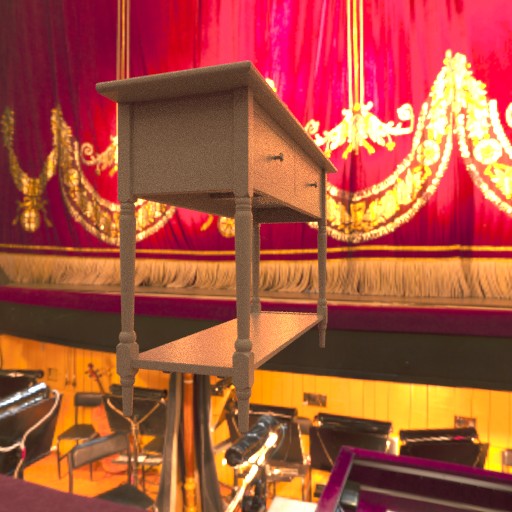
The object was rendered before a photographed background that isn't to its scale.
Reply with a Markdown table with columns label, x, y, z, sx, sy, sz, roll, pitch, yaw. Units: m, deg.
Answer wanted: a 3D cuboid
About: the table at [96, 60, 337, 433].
| label | x | y | z | sx | sy | sz | roll | pitch | yaw |
| --- | --- | --- | --- | --- | --- | --- | --- | --- | --- |
| table | 0.000 | 0.000 | 1.534 | 0.384 | 0.808 | 1.197 | 0 | 0 | 19 |
